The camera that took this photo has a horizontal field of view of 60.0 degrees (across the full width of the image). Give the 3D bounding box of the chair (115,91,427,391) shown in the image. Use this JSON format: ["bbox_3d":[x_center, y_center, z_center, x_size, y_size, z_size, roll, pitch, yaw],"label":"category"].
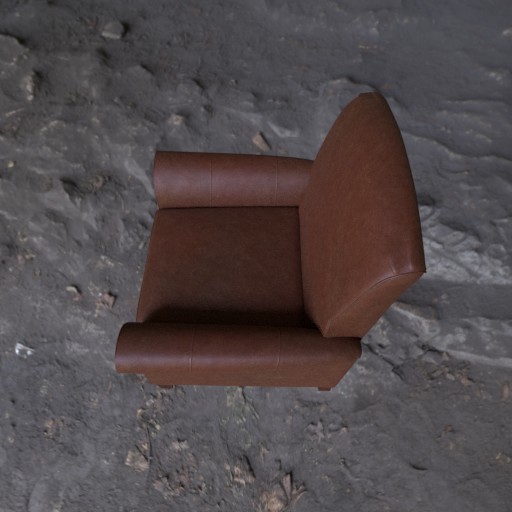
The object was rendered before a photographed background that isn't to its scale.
[{"bbox_3d":[0.000,0.000,1.718,0.902,1.061,0.978,1,56,0],"label":"chair"}]
